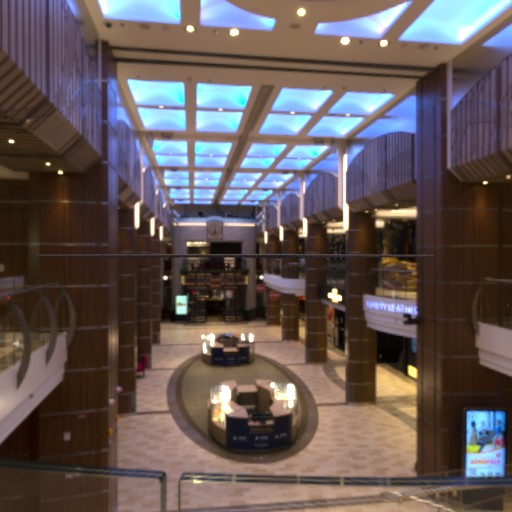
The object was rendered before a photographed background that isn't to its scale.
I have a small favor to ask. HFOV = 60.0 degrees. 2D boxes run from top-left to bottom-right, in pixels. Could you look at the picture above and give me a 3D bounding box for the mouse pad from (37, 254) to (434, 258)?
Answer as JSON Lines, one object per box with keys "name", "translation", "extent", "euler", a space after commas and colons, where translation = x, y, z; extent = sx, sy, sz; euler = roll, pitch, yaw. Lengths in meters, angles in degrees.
{"name": "mouse pad", "translation": [0.000, 0.000, 0.437], "extent": [0.269, 0.002, 0.315], "euler": [0, 0, 36]}
